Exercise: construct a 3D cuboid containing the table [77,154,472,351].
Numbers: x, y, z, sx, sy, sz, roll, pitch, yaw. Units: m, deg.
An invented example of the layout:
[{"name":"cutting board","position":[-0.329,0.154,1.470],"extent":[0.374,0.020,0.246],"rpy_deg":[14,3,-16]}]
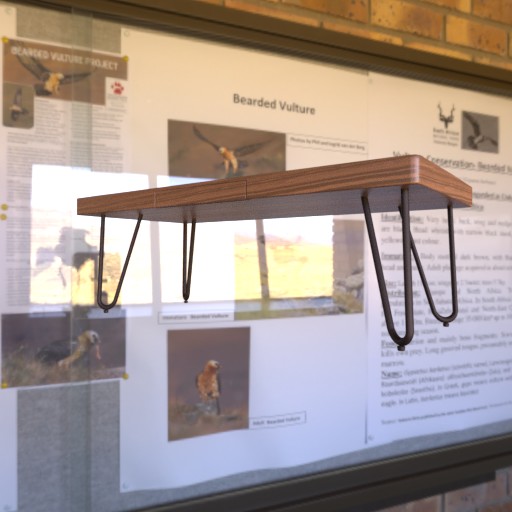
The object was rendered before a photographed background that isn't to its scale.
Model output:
[{"name":"table","position":[0.000,0.000,1.660],"extent":[1.375,0.468,0.637],"rpy_deg":[0,0,36]}]
